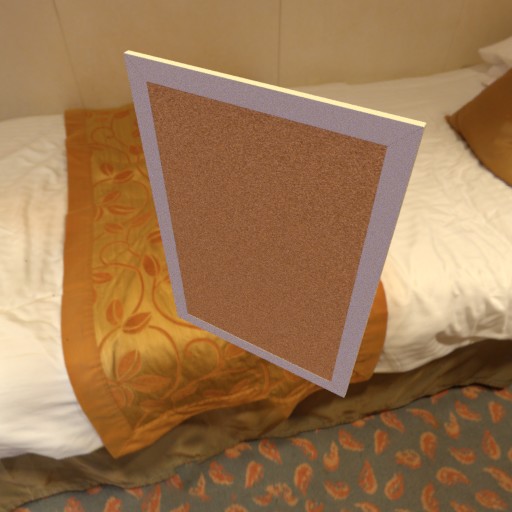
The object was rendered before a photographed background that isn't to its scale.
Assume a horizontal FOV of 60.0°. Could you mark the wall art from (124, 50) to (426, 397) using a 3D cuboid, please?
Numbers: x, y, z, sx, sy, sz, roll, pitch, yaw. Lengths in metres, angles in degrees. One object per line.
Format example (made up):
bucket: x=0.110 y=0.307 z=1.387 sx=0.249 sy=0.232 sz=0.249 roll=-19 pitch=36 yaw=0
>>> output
wall art: x=0.000 y=0.000 z=0.829 sx=0.454 sy=0.659 sz=0.011 roll=22 pitch=49 yaw=20
